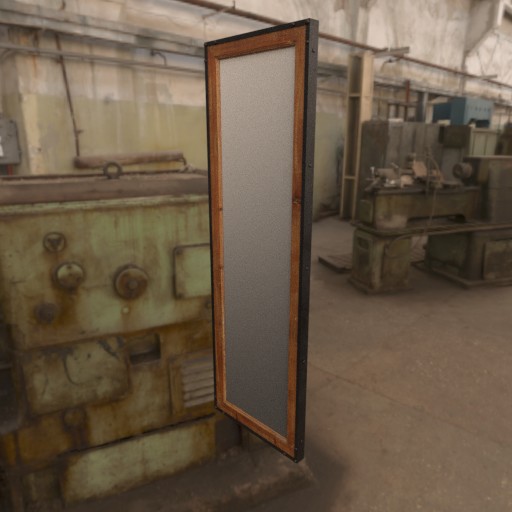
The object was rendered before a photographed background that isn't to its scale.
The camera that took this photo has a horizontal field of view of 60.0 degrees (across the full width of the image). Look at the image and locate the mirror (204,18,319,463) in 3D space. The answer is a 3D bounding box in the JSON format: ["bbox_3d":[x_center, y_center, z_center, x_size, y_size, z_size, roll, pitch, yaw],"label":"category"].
[{"bbox_3d":[0.000,0.000,1.171,0.042,1.080,0.354,-14,21,-42],"label":"mirror"}]
